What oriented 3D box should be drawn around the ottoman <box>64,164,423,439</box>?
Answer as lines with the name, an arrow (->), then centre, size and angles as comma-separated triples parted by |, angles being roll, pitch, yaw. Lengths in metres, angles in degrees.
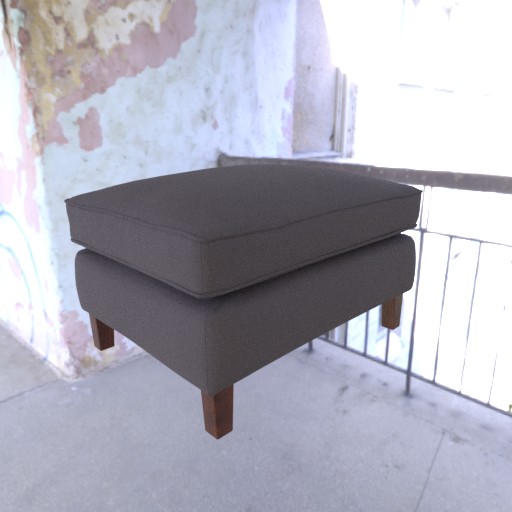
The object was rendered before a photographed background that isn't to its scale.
ottoman -> 0.000, 0.000, 1.024 | 0.686, 0.406, 0.508 | -16, 23, -42
